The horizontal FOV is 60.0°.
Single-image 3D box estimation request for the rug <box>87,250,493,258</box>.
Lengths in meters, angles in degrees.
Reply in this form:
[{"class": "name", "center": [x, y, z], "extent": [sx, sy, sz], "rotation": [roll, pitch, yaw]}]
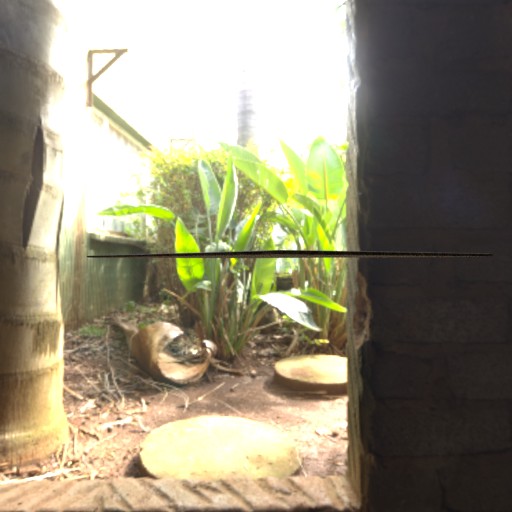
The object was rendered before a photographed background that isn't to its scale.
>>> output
[{"class": "rug", "center": [0.000, 0.000, 2.181], "extent": [1.158, 0.013, 1.752], "rotation": [0, -1, -36]}]
